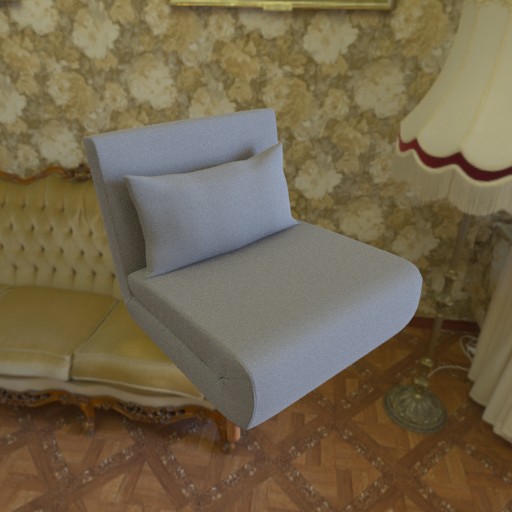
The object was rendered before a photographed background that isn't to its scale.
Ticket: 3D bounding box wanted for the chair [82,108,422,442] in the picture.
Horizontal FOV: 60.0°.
[{"bbox_3d":[0.000,0.000,1.536,0.770,0.808,0.902,-21,35,-33],"label":"chair"}]
